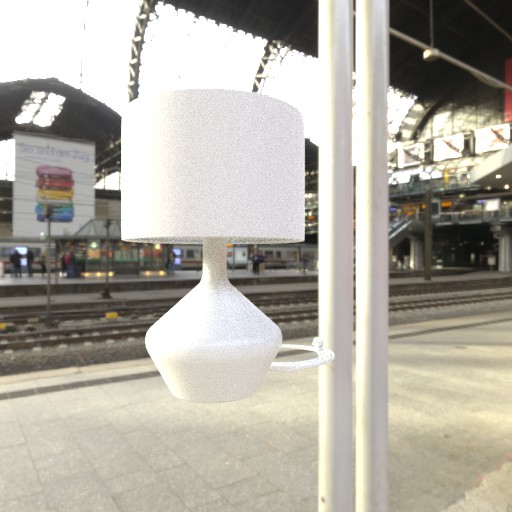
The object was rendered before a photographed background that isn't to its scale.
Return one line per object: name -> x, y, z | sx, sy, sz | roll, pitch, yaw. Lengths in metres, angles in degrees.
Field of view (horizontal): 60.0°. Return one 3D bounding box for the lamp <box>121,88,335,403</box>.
lamp -> 0.000, 0.000, 0.865 | 0.546, 0.457, 0.401 | 0, 0, -36
